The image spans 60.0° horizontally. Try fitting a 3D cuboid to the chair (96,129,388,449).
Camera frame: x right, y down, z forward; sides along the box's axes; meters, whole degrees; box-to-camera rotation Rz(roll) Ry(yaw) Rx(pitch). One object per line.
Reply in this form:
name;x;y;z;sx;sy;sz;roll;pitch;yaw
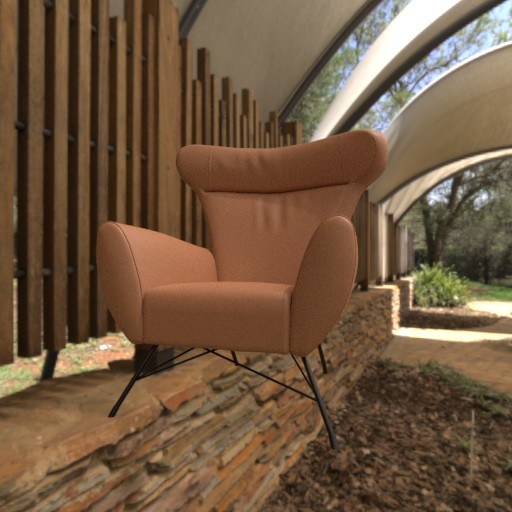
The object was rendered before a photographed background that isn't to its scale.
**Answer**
chair;0.000;0.000;1.749;0.980;1.050;0.900;0;0;19
